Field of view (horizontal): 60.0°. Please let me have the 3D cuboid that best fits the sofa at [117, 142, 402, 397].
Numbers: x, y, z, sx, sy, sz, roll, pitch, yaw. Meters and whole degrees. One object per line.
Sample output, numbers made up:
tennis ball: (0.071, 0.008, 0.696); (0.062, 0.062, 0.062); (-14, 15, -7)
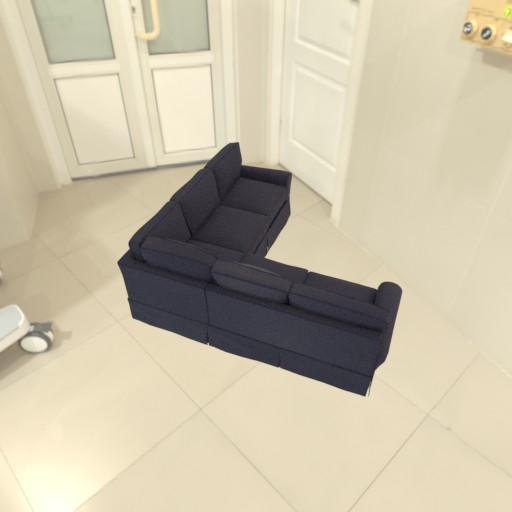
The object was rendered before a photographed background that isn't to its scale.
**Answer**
sofa: (0.000, 0.000, 5.158); (2.874, 1.169, 3.773); (-26, 47, -27)
